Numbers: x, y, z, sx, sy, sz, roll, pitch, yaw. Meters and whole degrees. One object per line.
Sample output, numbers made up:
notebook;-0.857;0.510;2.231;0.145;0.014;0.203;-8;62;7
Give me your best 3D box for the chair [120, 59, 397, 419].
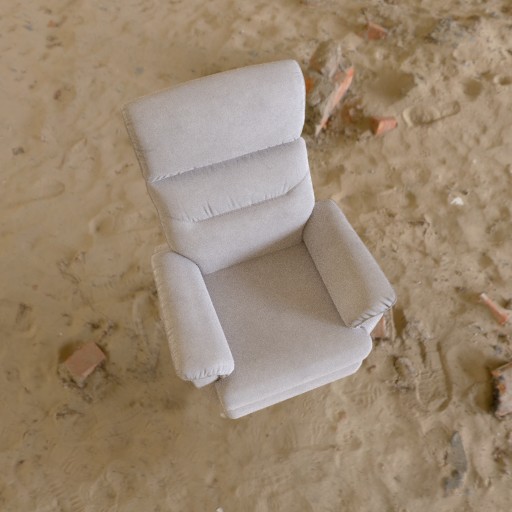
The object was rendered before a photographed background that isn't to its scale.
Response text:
chair;0.000;0.000;1.739;0.820;1.039;1.001;-18;66;-9
